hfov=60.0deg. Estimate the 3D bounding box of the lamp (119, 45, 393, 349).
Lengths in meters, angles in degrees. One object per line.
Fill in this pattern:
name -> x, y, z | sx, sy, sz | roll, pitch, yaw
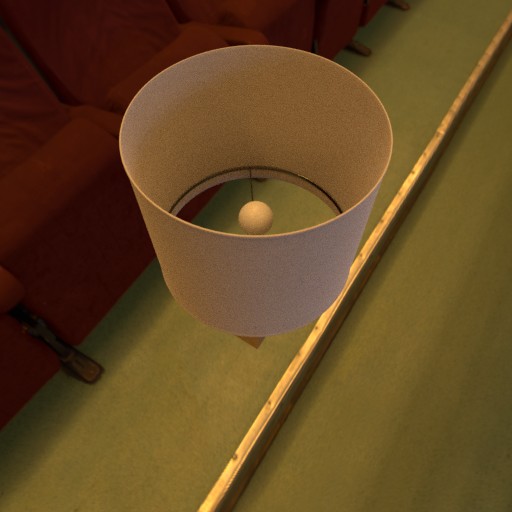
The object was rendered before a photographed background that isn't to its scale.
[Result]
lamp -> 0.000, 0.000, 0.552 | 0.229, 0.417, 0.229 | 29, 62, 17
